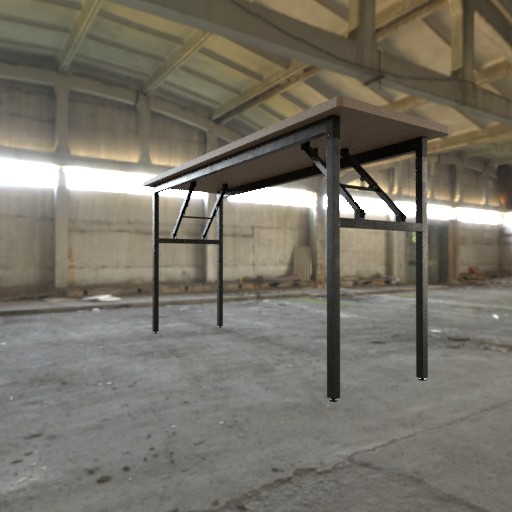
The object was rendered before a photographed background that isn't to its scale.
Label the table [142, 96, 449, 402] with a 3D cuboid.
[{"bbox_3d":[0.000,0.000,1.755,0.447,0.750,1.397,0,-1,-33],"label":"table"}]
